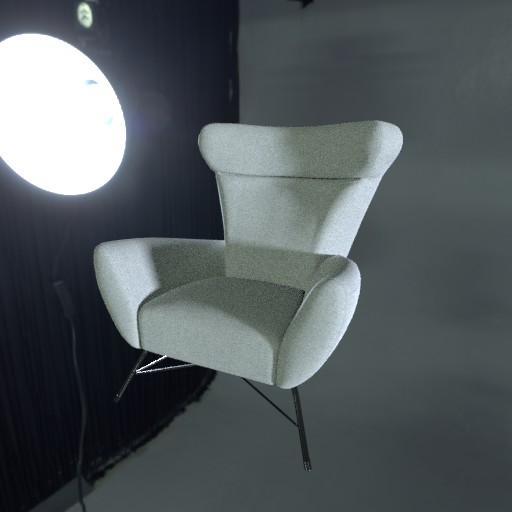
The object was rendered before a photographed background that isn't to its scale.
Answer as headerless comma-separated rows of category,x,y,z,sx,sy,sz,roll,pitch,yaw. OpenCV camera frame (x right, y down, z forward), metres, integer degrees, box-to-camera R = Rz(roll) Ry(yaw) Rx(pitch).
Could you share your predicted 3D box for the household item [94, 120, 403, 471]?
household item,0.000,0.000,1.789,0.980,1.050,0.900,8,17,26
